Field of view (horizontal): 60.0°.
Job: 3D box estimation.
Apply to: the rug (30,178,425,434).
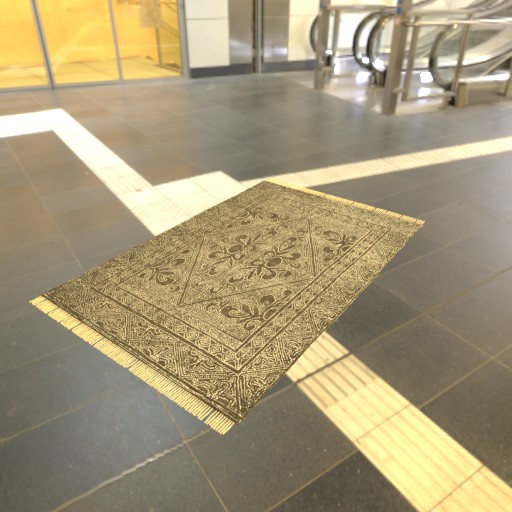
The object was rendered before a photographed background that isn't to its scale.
[{"bbox_3d":[0.000,0.000,3.051,1.529,0.010,2.440,22,38,31],"label":"rug"}]
